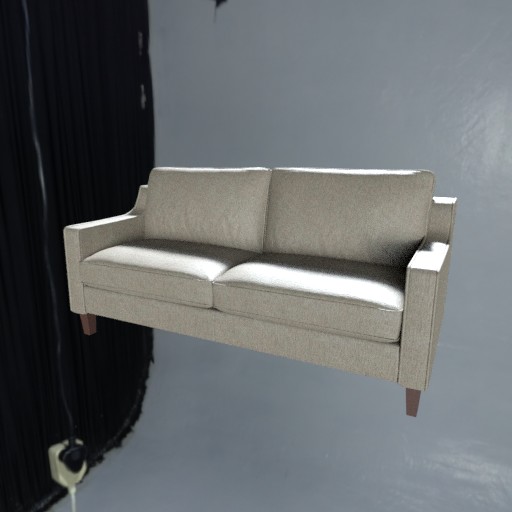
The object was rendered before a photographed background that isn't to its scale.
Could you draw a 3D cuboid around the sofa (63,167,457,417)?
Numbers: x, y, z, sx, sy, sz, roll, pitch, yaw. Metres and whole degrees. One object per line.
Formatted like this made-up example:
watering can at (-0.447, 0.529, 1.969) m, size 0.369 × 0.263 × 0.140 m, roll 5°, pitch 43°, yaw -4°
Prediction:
sofa at (0.000, 0.000, 2.753) m, size 2.181 × 1.074 × 1.073 m, roll 7°, pitch 16°, yaw 25°
